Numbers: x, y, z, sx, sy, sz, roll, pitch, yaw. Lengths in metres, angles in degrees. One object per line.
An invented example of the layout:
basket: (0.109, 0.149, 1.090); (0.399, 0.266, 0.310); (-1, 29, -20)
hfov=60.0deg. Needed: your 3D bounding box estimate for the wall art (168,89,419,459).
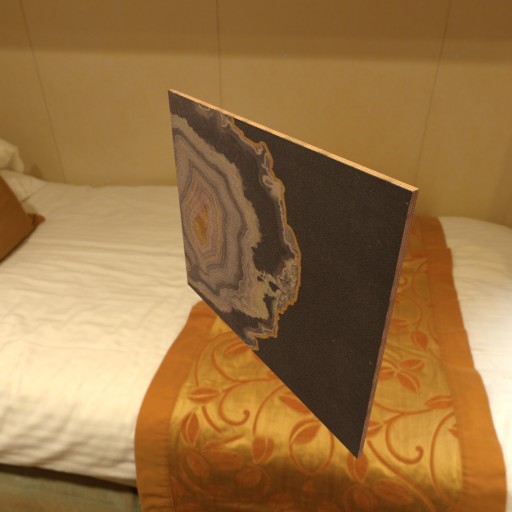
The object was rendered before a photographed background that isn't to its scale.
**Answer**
wall art: (0.000, 0.000, 0.690); (0.010, 0.408, 0.508); (-21, 38, -29)
